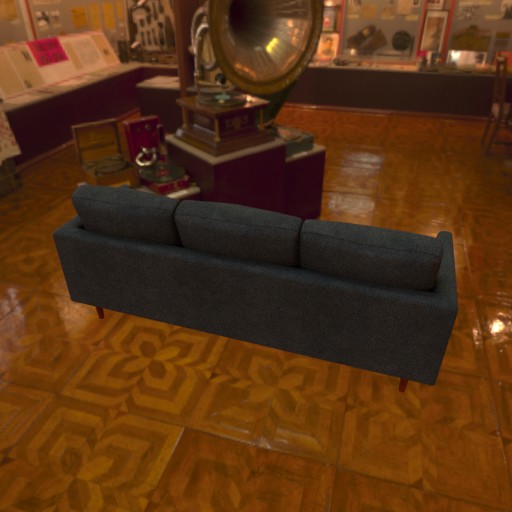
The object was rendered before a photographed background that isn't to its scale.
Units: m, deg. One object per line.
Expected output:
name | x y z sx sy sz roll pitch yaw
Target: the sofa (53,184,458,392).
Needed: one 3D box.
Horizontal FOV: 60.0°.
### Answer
sofa | 0.000 0.000 2.749 2.246 0.930 0.903 10 34 15
